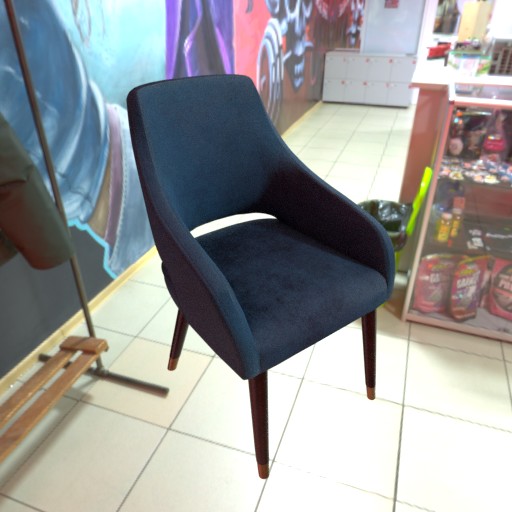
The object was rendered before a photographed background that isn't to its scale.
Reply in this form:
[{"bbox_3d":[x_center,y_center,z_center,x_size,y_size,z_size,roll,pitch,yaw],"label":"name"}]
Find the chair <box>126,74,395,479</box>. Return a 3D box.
[{"bbox_3d":[0.000,0.000,1.542,0.683,1.081,0.794,-21,36,-32],"label":"chair"}]
